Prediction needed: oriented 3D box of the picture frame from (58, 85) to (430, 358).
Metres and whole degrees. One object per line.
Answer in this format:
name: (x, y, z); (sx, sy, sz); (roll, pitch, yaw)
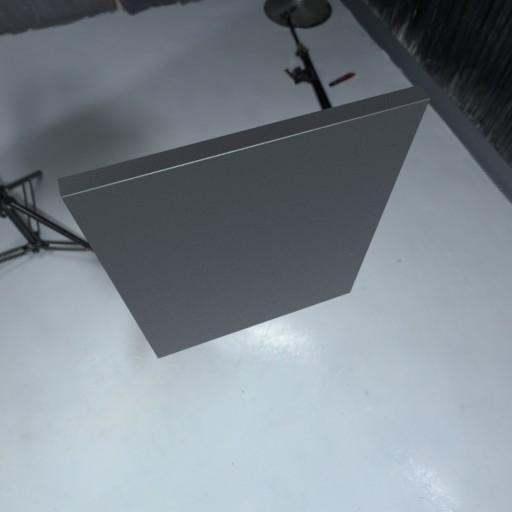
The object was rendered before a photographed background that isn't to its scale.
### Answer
picture frame: (0.000, 0.000, 0.766); (0.460, 0.556, 0.028); (-17, 61, -10)
